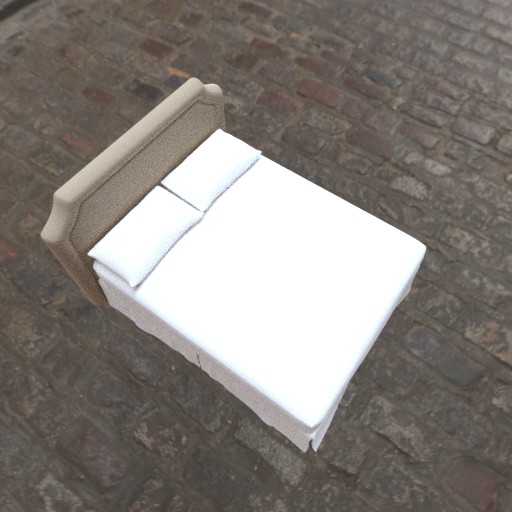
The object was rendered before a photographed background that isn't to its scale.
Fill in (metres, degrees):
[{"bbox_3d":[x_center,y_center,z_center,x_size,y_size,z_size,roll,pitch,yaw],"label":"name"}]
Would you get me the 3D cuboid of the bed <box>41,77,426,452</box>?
[{"bbox_3d":[0.000,0.000,3.302,2.204,1.301,1.828,32,65,17],"label":"bed"}]
